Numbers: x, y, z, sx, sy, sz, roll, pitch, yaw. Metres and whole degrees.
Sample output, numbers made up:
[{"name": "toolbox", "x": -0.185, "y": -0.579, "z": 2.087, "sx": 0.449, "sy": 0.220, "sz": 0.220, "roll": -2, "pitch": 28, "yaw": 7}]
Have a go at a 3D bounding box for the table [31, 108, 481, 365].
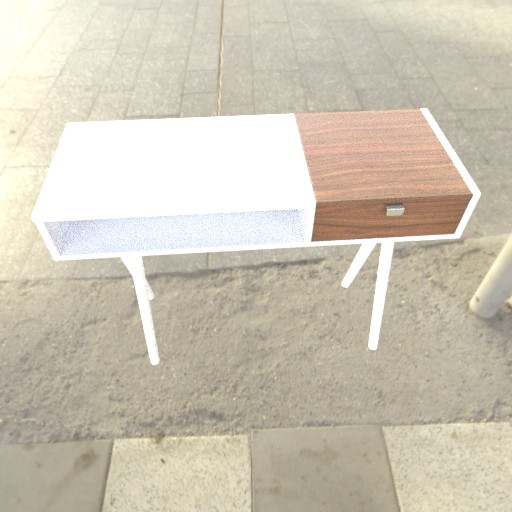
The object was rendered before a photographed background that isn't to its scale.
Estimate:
[{"name": "table", "x": 0.000, "y": 0.000, "z": 1.465, "sx": 1.066, "sy": 0.785, "sz": 0.418, "roll": -3, "pitch": 48, "yaw": -3}]
